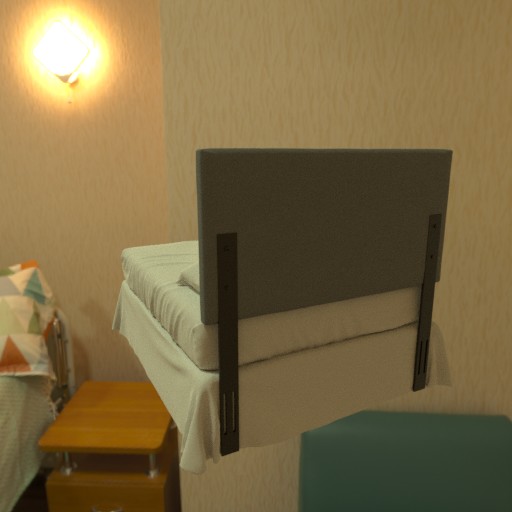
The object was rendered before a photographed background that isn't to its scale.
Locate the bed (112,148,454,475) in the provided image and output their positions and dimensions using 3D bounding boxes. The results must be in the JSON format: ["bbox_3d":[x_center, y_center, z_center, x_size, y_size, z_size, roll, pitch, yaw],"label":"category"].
[{"bbox_3d":[0.000,0.000,3.363,1.936,1.577,2.222,-7,15,-27],"label":"bed"}]
